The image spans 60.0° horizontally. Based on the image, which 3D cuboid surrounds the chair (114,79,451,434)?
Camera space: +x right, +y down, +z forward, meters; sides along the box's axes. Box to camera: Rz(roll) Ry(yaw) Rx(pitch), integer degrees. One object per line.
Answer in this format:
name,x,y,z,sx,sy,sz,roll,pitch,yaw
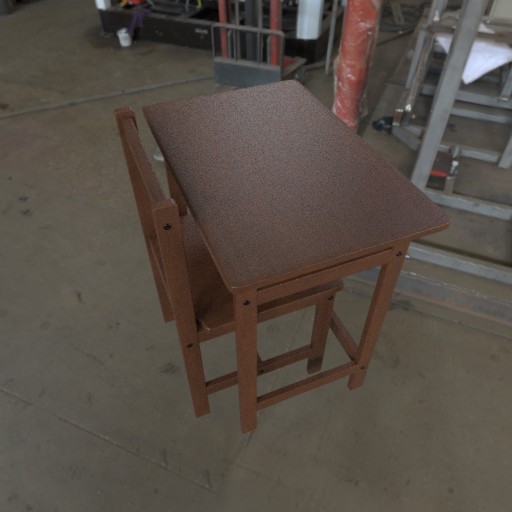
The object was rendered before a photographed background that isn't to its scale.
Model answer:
chair,0.000,0.000,1.052,0.463,0.673,0.599,-16,47,-16
